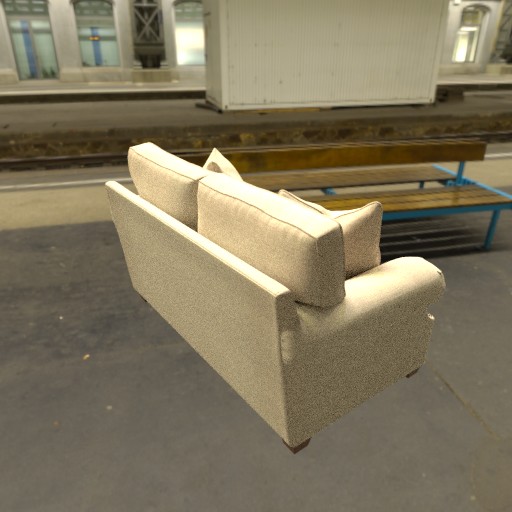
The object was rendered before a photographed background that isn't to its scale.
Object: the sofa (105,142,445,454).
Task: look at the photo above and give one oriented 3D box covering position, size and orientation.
[{"bbox_3d":[0.000,0.000,2.288,0.966,0.966,1.701,-18,31,-32],"label":"sofa"}]
